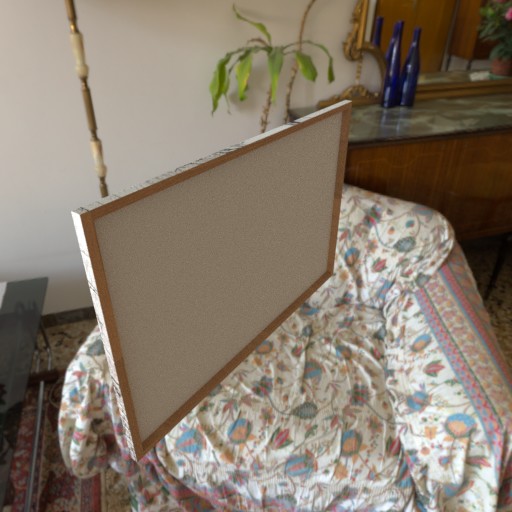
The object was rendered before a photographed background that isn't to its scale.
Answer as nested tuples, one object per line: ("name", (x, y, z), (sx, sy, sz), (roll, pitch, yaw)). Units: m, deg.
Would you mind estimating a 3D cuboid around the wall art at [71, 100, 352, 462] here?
("wall art", (0.000, 0.000, 1.135), (0.023, 0.607, 0.914), (21, 38, 30))
